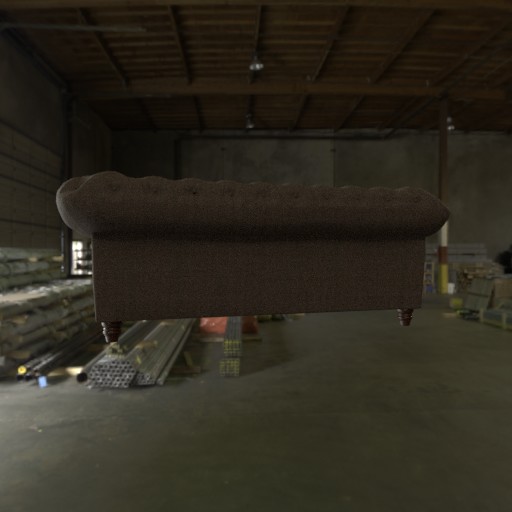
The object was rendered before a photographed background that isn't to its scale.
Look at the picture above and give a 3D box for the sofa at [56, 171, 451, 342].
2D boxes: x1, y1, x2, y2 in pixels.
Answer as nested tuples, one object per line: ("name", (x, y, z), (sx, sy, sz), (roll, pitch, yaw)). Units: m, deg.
("sofa", (0.000, 0.000, 2.554), (2.048, 0.780, 0.944), (0, 1, -17))
